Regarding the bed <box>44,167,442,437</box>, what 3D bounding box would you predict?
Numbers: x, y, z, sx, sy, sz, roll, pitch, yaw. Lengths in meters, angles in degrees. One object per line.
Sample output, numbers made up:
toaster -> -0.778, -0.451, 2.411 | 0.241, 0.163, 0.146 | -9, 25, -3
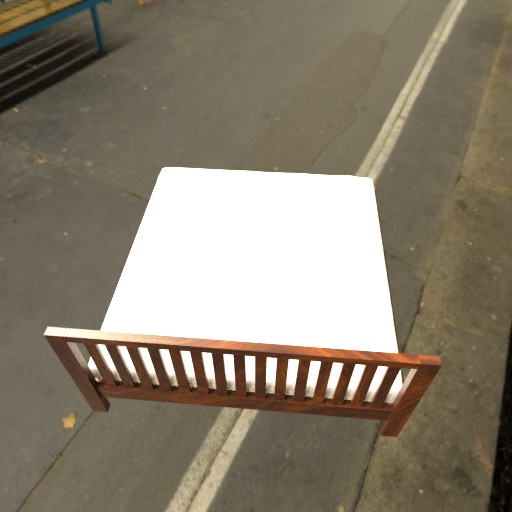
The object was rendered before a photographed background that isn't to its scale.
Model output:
bed -> 0.000, 0.000, 3.119 | 1.905, 0.890, 2.030 | 4, 48, 3
